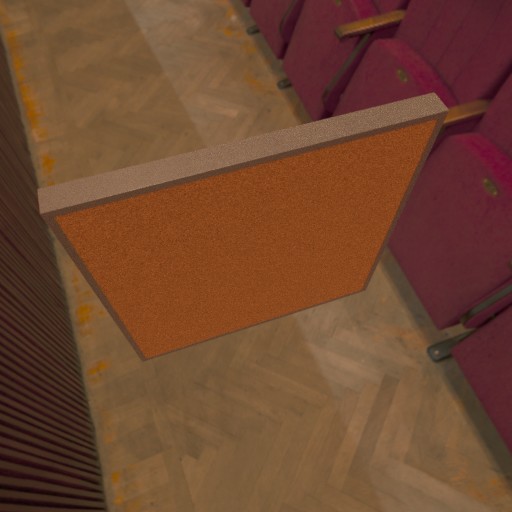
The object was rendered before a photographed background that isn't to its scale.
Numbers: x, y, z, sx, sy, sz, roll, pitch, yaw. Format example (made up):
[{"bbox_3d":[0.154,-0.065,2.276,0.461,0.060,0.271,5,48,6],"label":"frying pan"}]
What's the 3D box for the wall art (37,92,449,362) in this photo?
[{"bbox_3d":[0.000,0.000,0.514,0.349,0.349,0.028,-16,60,-10],"label":"wall art"}]
